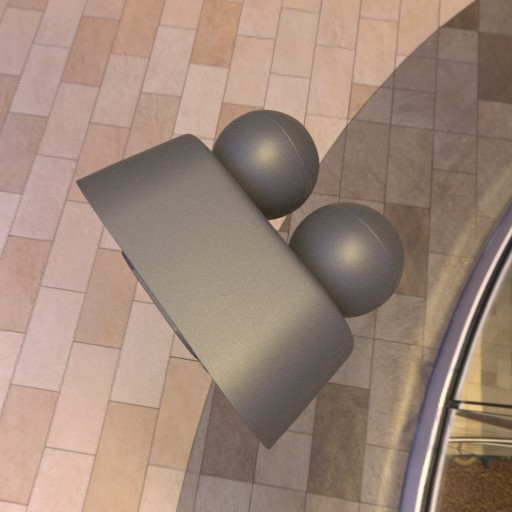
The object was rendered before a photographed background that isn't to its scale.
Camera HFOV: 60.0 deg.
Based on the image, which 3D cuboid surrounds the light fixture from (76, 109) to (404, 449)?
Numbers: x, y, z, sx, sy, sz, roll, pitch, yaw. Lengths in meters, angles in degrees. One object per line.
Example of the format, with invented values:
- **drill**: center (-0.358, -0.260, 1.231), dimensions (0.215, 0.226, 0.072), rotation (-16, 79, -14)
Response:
- **light fixture**: center (0.000, 0.000, 0.348), dimensions (0.159, 0.159, 0.229), rotation (-36, 77, -10)
